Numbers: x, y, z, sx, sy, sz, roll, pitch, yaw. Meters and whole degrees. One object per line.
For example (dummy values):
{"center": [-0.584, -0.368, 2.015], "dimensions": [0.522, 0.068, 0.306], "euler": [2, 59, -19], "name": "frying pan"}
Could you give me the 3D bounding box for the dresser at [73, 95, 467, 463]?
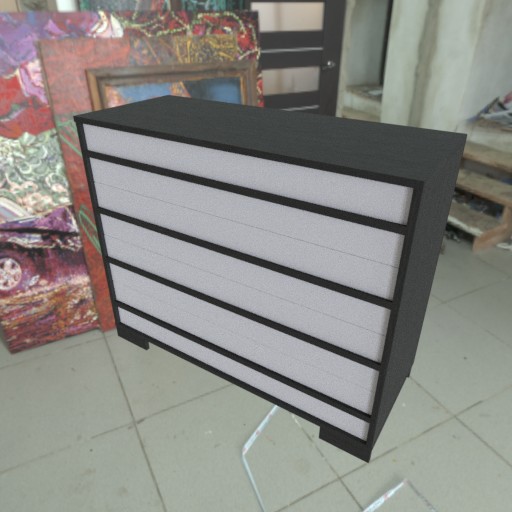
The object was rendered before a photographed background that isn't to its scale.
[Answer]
{"center": [0.000, 0.000, 1.392], "dimensions": [0.994, 0.816, 0.404], "euler": [18, 34, 28], "name": "dresser"}
